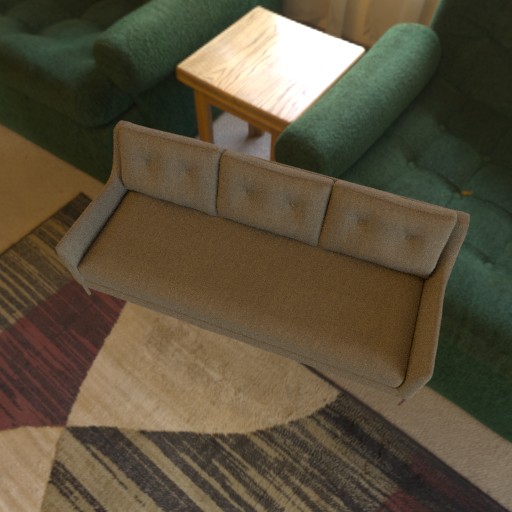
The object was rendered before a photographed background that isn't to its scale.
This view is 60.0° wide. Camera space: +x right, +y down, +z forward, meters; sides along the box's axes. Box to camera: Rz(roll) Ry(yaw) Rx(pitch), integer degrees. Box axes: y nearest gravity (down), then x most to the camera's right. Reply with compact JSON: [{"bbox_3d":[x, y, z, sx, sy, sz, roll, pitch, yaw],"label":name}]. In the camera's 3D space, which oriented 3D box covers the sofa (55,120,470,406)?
[{"bbox_3d":[0.000,0.000,2.522,2.060,0.837,0.849,17,60,11],"label":"sofa"}]
